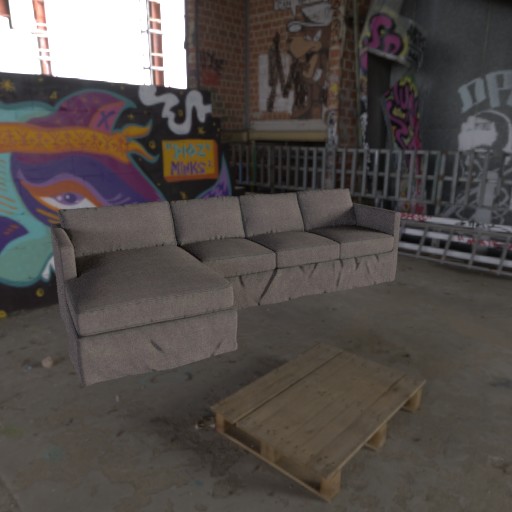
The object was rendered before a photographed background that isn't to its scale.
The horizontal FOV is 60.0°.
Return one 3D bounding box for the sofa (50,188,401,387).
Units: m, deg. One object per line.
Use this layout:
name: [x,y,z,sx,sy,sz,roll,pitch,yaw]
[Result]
sofa: [0.000,0.000,3.885,3.205,0.922,1.650,-8,17,-27]
